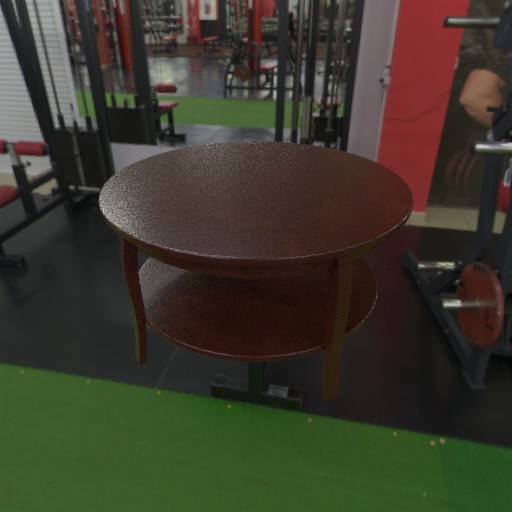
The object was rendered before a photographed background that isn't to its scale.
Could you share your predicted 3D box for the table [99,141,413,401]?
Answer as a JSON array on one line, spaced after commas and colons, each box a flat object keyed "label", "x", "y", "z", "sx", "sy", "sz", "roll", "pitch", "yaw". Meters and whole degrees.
[{"label": "table", "x": 0.000, "y": 0.000, "z": 1.467, "sx": 0.911, "sy": 0.512, "sz": 0.911, "roll": 0, "pitch": 30, "yaw": 0}]
